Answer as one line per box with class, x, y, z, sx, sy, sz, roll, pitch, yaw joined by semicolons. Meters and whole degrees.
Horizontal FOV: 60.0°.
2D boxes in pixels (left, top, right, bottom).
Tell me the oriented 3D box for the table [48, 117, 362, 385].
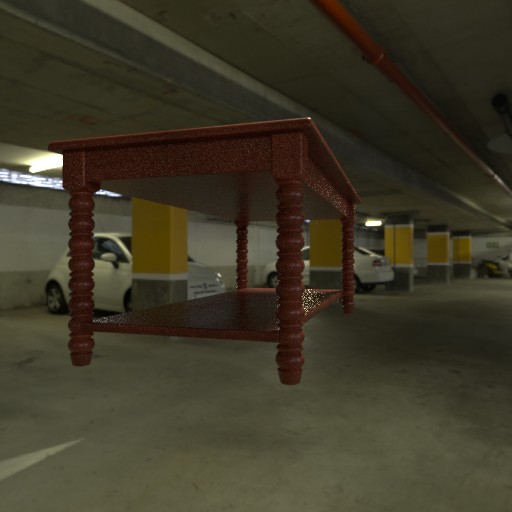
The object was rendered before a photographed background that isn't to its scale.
table;0.000;0.000;1.418;0.580;0.485;1.171;0;0;17
